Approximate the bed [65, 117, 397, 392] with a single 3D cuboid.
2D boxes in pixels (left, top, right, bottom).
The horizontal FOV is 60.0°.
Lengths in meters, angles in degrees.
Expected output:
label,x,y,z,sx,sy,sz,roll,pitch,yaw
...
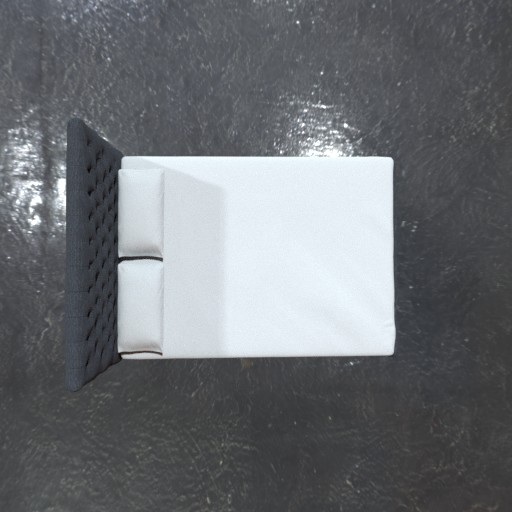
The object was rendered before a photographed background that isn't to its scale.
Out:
label,x,y,z,sx,sy,sz,roll,pitch,yaw
bed,0.000,0.000,3.428,2.387,1.427,1.698,0,89,-1
